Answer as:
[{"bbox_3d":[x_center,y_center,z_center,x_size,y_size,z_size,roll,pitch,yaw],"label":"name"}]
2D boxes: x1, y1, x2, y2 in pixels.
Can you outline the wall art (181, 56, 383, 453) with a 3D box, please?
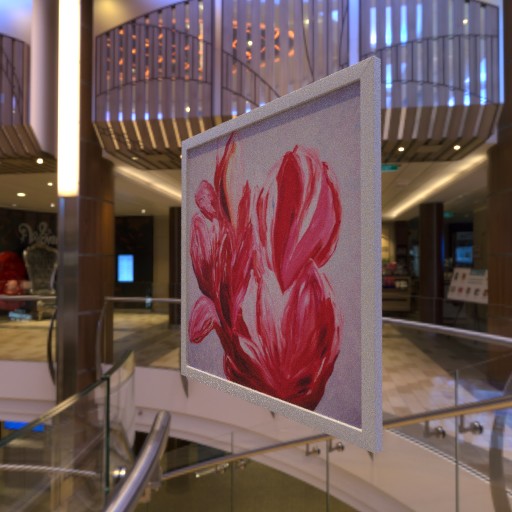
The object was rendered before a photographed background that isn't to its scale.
[{"bbox_3d":[0.000,0.000,1.003,0.020,0.661,0.664,1,-1,-38],"label":"wall art"}]
